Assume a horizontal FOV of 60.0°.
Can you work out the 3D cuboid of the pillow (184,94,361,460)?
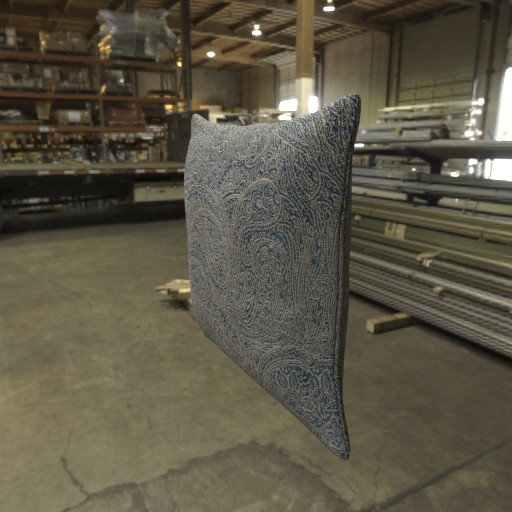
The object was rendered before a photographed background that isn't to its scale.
[{"bbox_3d":[0.000,0.000,0.797,0.166,0.510,0.523,-8,17,-28],"label":"pillow"}]
